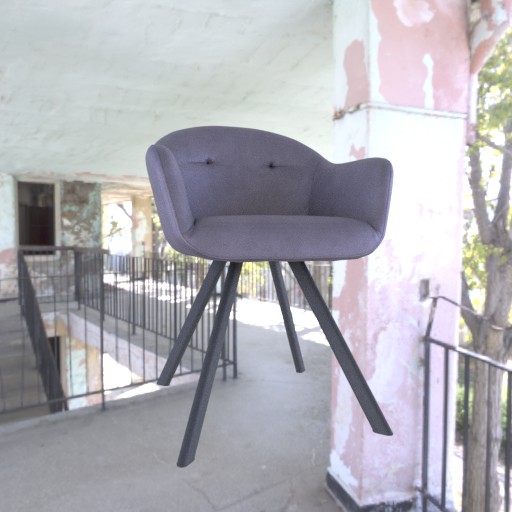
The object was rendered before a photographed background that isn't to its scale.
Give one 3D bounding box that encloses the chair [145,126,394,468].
[{"bbox_3d":[0.000,0.000,1.157,0.567,0.781,0.544,-1,3,-17],"label":"chair"}]
